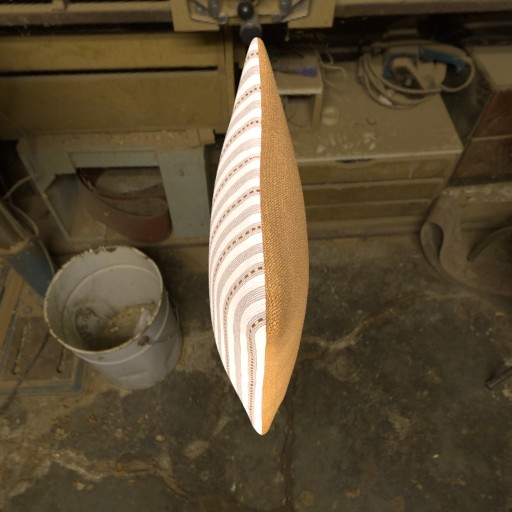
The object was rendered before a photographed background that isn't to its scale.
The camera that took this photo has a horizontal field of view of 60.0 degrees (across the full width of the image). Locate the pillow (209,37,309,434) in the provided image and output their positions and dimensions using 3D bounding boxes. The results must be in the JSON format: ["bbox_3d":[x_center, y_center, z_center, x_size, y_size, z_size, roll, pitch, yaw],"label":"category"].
[{"bbox_3d":[0.000,0.000,0.664,0.147,0.437,0.432,-2,58,-1],"label":"pillow"}]
